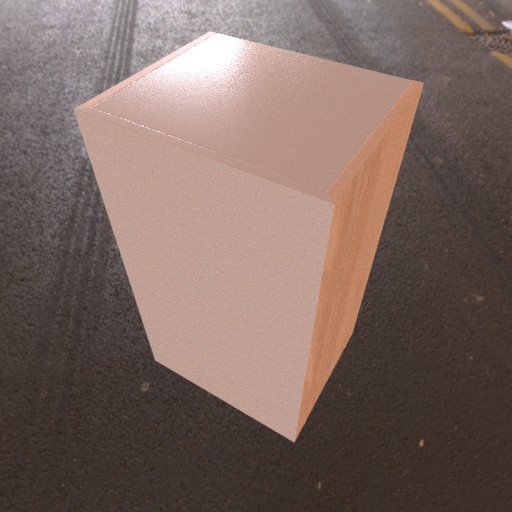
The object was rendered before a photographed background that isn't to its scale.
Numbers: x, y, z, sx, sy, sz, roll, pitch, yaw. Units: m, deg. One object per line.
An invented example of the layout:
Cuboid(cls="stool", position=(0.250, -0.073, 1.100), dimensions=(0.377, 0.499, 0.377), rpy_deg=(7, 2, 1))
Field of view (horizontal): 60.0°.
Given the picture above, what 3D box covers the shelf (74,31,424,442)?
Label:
Cuboid(cls="shelf", position=(0.000, 0.000, 0.785), dimensions=(0.350, 0.600, 0.290), rpy_deg=(24, 51, 21))
